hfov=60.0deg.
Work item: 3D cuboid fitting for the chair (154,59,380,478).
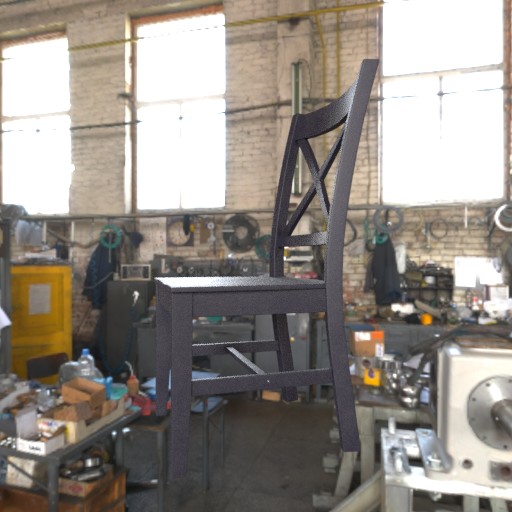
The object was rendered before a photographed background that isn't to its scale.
[{"bbox_3d":[0.000,0.000,1.261,0.542,0.983,0.485,0,0,-18],"label":"chair"}]
